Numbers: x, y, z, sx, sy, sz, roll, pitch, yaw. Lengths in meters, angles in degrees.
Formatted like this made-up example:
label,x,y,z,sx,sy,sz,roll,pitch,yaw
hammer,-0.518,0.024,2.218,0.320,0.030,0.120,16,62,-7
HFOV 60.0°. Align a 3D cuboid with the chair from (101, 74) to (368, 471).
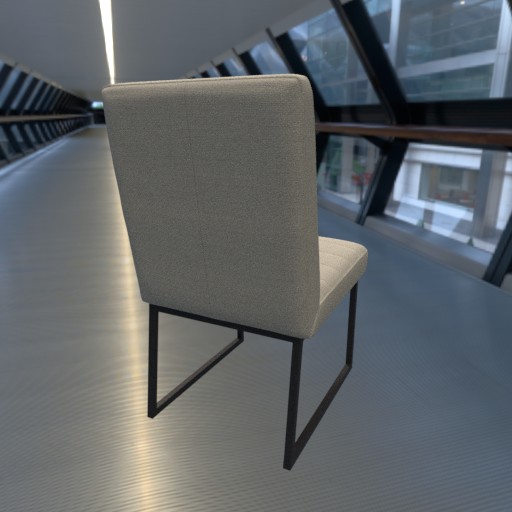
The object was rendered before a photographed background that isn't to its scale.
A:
label,x,y,z,sx,sy,sz,roll,pitch,yaw
chair,0.000,0.000,1.302,0.520,0.930,0.634,8,19,26
